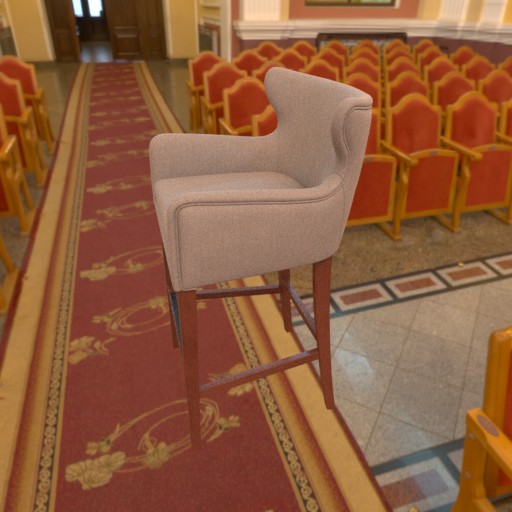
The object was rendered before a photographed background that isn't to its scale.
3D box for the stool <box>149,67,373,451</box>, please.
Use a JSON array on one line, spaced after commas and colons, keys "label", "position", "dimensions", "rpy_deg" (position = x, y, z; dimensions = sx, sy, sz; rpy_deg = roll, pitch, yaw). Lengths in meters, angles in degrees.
[{"label": "stool", "position": [0.000, 0.000, 1.418], "dimensions": [0.575, 1.047, 0.575], "rpy_deg": [-8, 31, -14]}]
